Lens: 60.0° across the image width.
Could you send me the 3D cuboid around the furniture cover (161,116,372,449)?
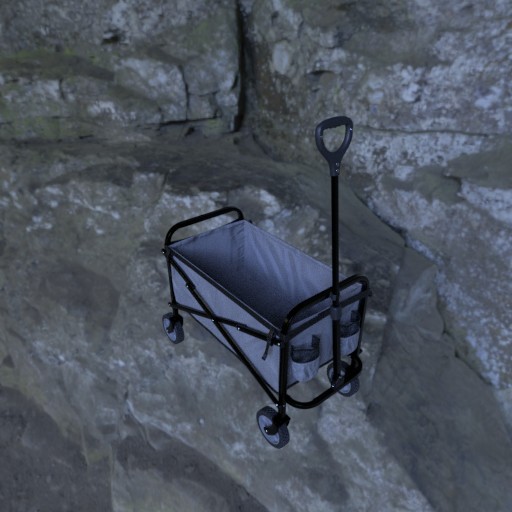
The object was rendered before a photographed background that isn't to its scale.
[{"bbox_3d":[0.000,0.000,1.891,0.532,1.295,1.038,-22,37,-33],"label":"furniture cover"}]
